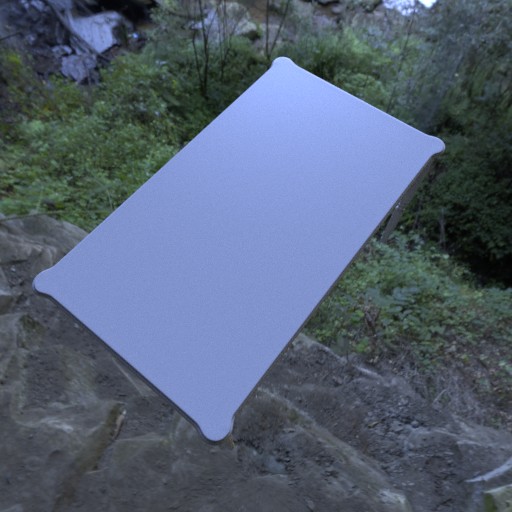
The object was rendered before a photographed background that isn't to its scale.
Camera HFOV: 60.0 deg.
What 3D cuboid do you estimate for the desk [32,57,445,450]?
[{"bbox_3d":[0.000,0.000,1.893,0.807,0.762,1.380,35,68,16],"label":"desk"}]
